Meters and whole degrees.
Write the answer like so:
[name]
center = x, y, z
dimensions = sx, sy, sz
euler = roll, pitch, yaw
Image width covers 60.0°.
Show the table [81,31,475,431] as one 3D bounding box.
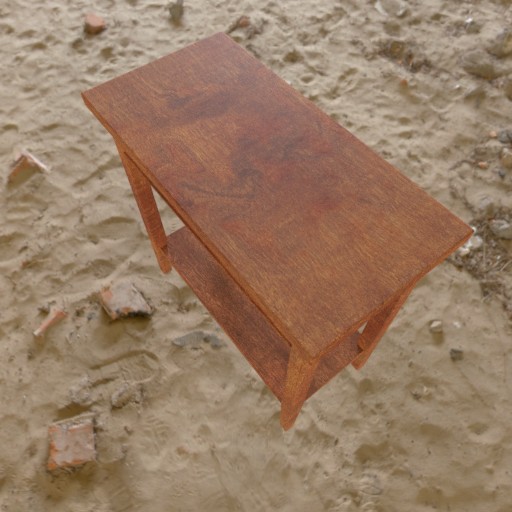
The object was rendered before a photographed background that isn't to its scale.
[table]
center = 0.000, 0.000, 0.956
dimensions = 0.305, 0.610, 0.610
euler = -34, 64, -19
